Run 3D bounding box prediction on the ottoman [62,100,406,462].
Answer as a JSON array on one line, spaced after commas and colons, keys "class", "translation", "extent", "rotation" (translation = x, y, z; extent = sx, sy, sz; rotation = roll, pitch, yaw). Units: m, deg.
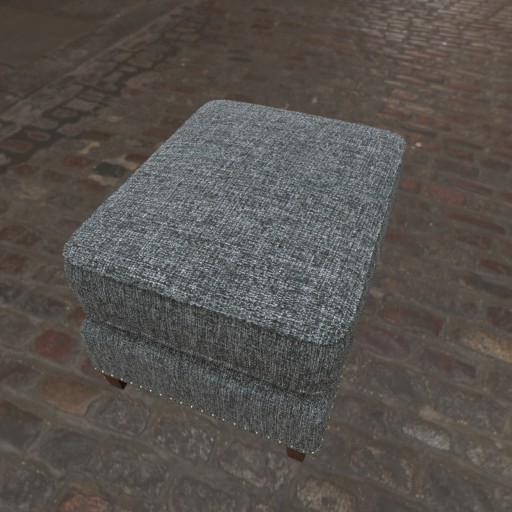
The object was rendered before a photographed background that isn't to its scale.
[{"class": "ottoman", "translation": [0.000, 0.000, 1.136], "extent": [0.589, 0.537, 0.738], "rotation": [16, 48, 15]}]
